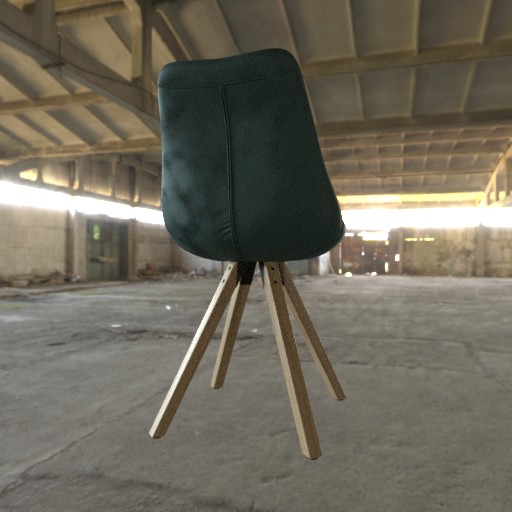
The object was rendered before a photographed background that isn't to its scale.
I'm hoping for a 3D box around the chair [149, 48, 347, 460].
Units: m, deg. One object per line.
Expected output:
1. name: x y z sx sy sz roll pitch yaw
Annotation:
1. chair: 0.000 0.000 1.198 0.483 0.865 0.547 0 0 17
